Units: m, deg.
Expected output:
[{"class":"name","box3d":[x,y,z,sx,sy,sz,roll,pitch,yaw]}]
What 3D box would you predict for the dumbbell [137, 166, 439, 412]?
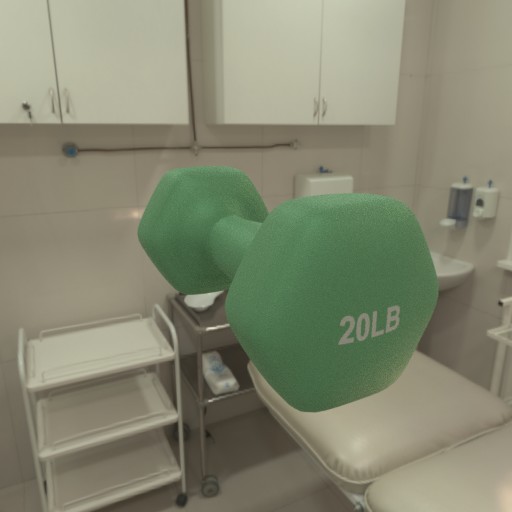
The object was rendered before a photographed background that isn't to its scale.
[{"class":"dumbbell","box3d":[0.000,0.000,0.333,0.129,0.117,0.260,-8,18,-26]}]
